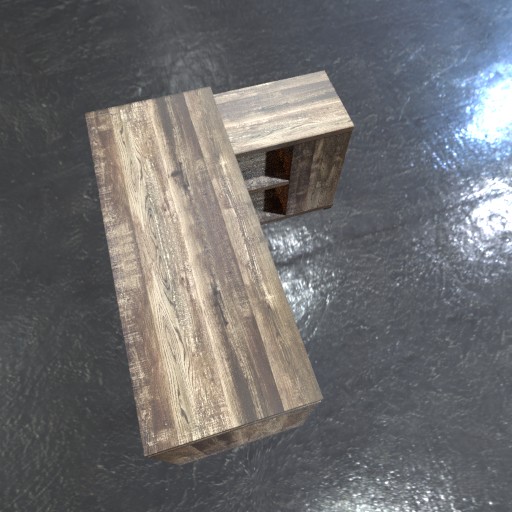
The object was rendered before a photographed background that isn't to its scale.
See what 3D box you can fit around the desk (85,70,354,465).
[{"bbox_3d":[0.000,0.000,2.144,1.200,0.753,1.524,-15,64,-8],"label":"desk"}]
